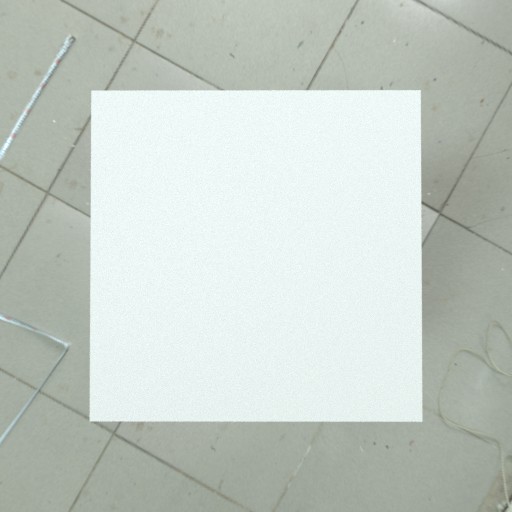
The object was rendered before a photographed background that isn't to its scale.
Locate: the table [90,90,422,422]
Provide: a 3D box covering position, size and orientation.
[{"bbox_3d":[0.000,0.000,1.343,0.890,0.305,0.890,0,89,0],"label":"table"}]
